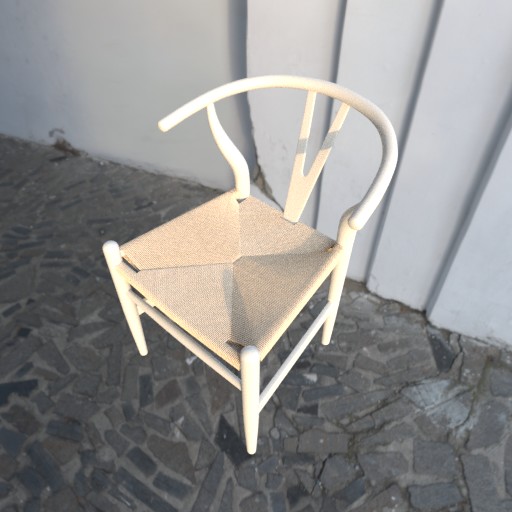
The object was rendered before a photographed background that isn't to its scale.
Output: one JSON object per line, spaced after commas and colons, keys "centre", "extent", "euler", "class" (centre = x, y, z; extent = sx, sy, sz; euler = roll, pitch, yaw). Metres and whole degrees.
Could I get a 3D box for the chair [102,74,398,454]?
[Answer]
{"centre": [0.000, 0.000, 1.150], "extent": [0.569, 0.730, 0.579], "euler": [32, 53, 28], "class": "chair"}
